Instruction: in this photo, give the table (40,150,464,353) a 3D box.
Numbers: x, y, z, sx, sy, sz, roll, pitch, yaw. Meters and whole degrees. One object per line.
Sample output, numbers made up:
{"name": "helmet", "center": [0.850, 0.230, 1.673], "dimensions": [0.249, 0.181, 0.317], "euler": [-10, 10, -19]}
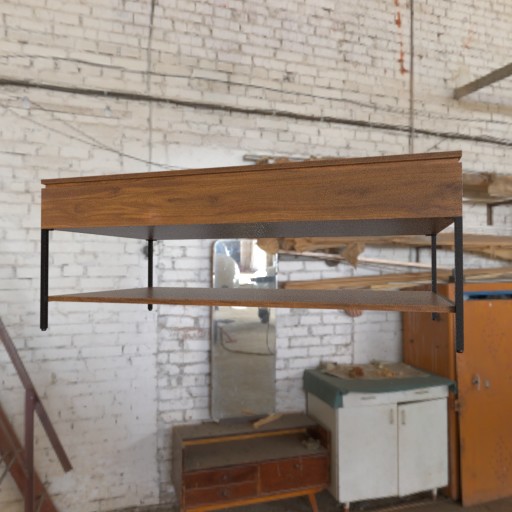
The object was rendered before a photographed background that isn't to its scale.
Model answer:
{"name": "table", "center": [0.000, 0.000, 1.330], "dimensions": [1.057, 0.414, 0.574], "euler": [0, -1, 17]}
